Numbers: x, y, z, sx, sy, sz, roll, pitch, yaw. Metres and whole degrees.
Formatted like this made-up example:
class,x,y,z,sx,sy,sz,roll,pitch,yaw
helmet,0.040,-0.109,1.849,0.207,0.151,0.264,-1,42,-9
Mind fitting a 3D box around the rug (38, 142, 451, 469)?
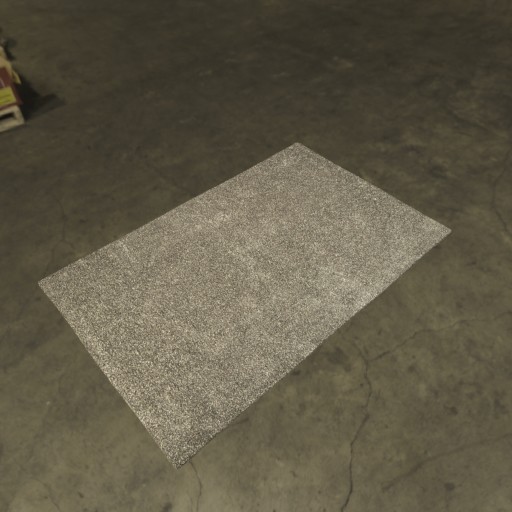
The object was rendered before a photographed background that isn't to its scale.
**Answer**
class,x,y,z,sx,sy,sz,roll,pitch,yaw
rug,0.000,0.000,2.946,2.350,0.025,1.502,-34,55,-27
